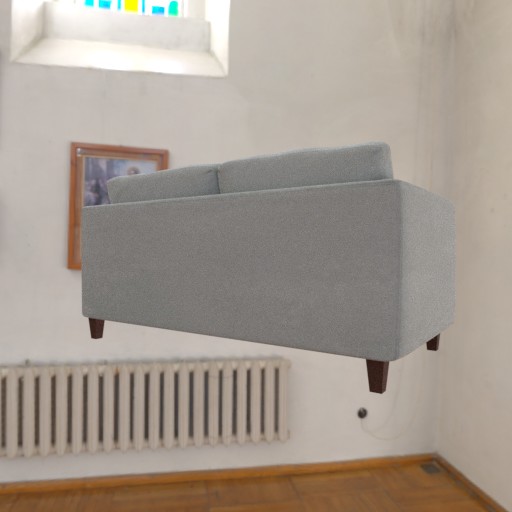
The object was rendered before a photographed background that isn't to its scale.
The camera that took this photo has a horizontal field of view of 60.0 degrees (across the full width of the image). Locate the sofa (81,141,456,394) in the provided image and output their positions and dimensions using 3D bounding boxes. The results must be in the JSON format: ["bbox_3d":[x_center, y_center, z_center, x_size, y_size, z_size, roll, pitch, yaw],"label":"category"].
[{"bbox_3d":[0.000,0.000,2.427,1.884,0.963,0.950,1,1,35],"label":"sofa"}]
